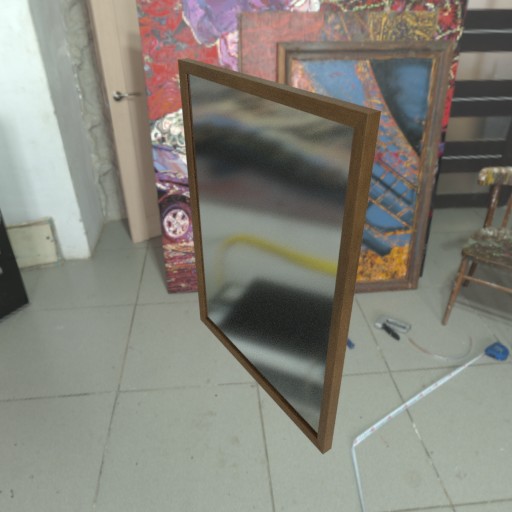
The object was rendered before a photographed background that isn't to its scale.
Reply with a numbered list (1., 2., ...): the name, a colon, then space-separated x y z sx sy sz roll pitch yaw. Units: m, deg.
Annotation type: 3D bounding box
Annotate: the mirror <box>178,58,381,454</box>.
1. mirror: 0.000 0.000 1.346 0.040 1.016 0.762 -21 38 -29
